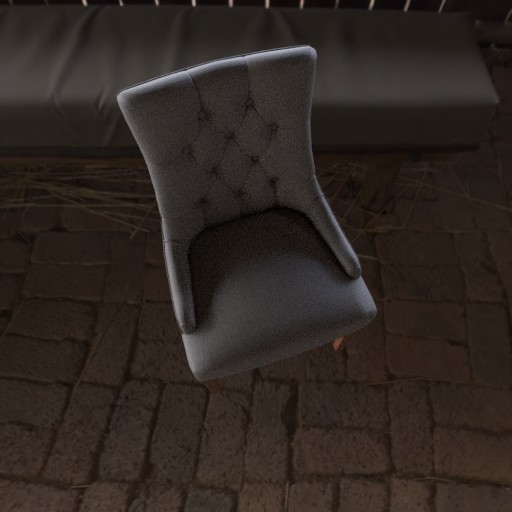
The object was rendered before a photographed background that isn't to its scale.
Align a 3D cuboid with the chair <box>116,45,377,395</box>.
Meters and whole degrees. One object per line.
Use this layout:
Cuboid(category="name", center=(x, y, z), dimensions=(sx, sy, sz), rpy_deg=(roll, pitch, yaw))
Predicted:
Cuboid(category="chair", center=(0.000, 0.000, 1.223), dimensions=(0.509, 0.874, 0.565), rpy_deg=(-17, 66, -8))
